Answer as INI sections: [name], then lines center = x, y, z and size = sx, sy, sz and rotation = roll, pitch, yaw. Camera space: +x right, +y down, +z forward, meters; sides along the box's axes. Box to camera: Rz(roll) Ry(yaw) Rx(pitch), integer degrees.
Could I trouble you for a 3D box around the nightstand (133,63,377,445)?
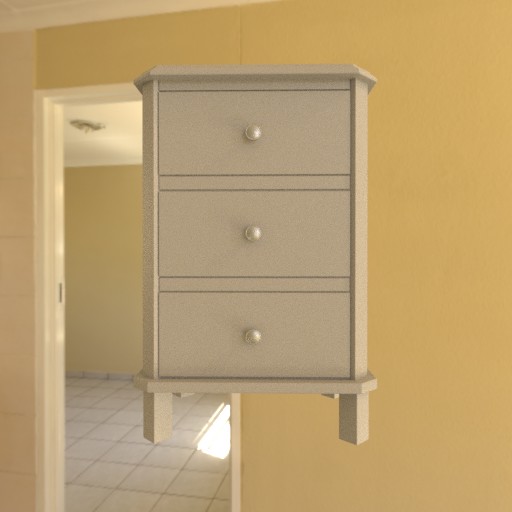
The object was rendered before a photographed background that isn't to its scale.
[nightstand]
center = 0.000, 0.000, 0.952
size = 0.450, 0.680, 0.350
rotation = 0, 0, 1
